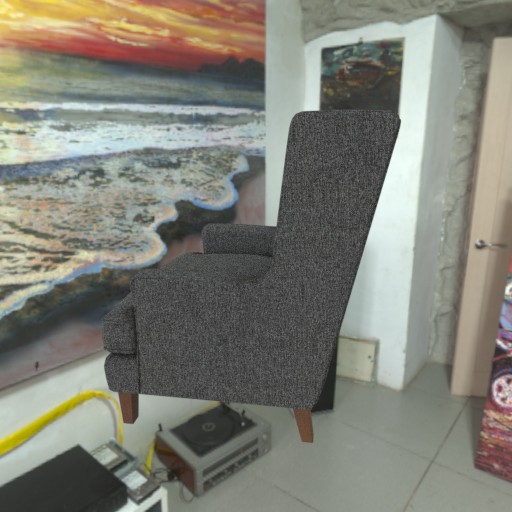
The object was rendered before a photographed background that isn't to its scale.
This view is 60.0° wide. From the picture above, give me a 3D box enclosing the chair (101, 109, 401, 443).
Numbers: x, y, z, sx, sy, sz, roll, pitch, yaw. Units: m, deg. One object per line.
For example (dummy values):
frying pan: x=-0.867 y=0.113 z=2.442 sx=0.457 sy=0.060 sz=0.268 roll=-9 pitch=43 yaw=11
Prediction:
chair: x=0.000 y=0.000 z=1.810 sx=0.927 sy=1.082 sz=0.942 roll=2 pitch=15 yaw=9
